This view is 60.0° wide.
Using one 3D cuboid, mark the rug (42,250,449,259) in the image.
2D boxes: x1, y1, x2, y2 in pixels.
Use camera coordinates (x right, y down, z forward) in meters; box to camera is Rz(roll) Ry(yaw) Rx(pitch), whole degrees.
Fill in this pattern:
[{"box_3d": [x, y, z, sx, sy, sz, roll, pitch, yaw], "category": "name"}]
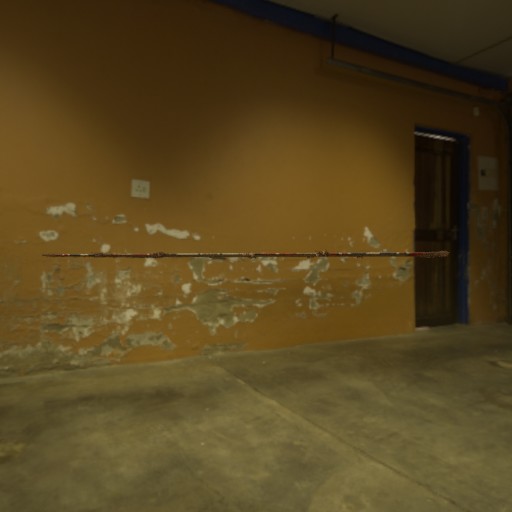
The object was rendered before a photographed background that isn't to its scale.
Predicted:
[{"box_3d": [0.000, 0.000, 3.193, 2.450, 0.048, 1.778, 0, -1, 18], "category": "rug"}]
